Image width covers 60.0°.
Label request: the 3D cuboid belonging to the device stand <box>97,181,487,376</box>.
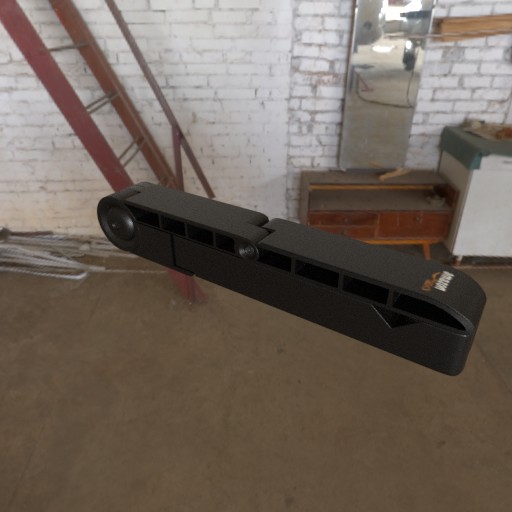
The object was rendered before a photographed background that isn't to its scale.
[{"bbox_3d":[0.000,0.000,0.193,0.179,0.030,0.026,19,35,29],"label":"device stand"}]
